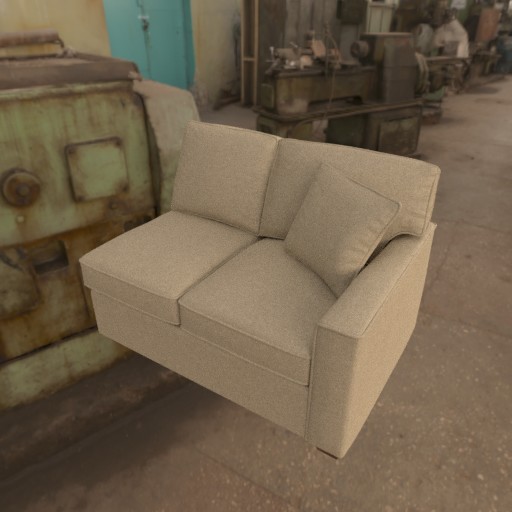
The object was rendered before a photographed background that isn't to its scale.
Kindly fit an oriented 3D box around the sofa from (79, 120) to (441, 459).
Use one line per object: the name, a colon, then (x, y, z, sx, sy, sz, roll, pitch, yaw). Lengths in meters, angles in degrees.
sofa: (0.000, 0.000, 2.085, 1.388, 0.989, 0.991, 18, 34, 29)
